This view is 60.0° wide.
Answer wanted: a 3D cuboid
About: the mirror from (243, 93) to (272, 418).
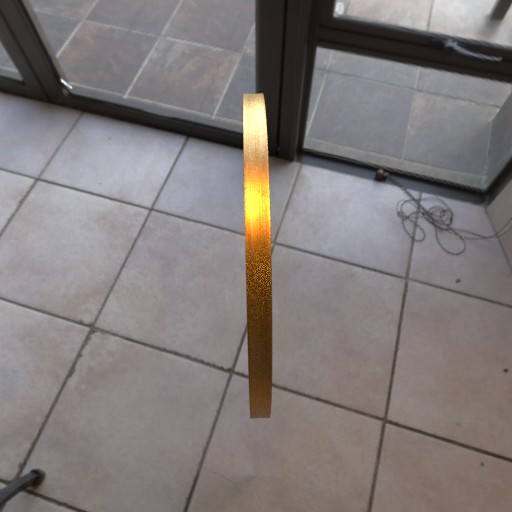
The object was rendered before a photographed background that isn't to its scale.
[{"bbox_3d":[0.000,0.000,0.821,0.032,0.565,0.565,-1,64,-1],"label":"mirror"}]
